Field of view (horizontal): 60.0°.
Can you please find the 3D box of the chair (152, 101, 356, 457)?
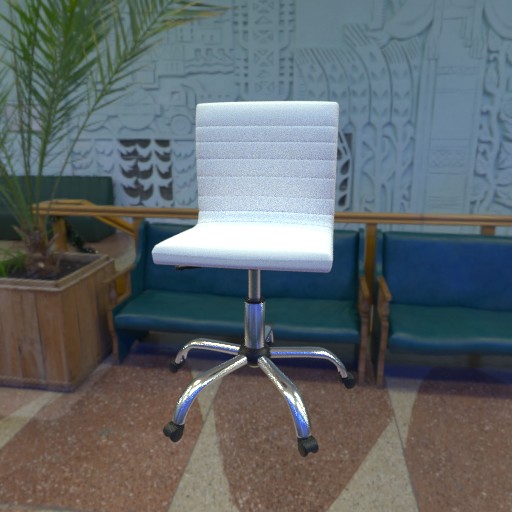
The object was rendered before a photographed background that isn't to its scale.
[{"bbox_3d":[0.000,0.000,1.150,0.556,0.780,0.530,3,15,9],"label":"chair"}]
